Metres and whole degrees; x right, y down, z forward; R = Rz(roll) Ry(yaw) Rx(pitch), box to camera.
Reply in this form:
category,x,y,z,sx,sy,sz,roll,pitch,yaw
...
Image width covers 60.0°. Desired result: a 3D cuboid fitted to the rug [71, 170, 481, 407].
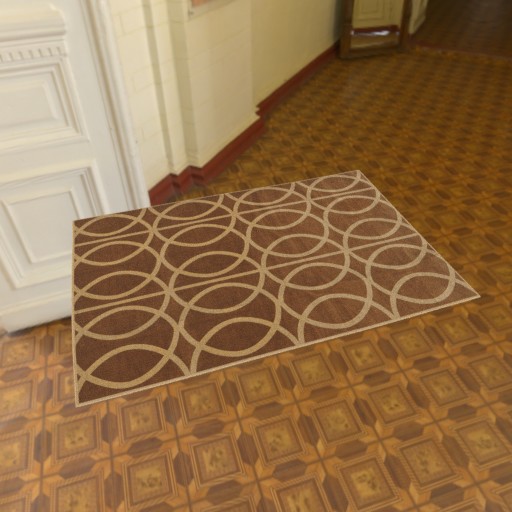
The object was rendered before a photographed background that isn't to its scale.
category,x,y,z,sx,sy,sz,roll,pitch,yaw
rug,0.000,0.000,2.883,2.294,0.014,1.528,-12,43,-13
